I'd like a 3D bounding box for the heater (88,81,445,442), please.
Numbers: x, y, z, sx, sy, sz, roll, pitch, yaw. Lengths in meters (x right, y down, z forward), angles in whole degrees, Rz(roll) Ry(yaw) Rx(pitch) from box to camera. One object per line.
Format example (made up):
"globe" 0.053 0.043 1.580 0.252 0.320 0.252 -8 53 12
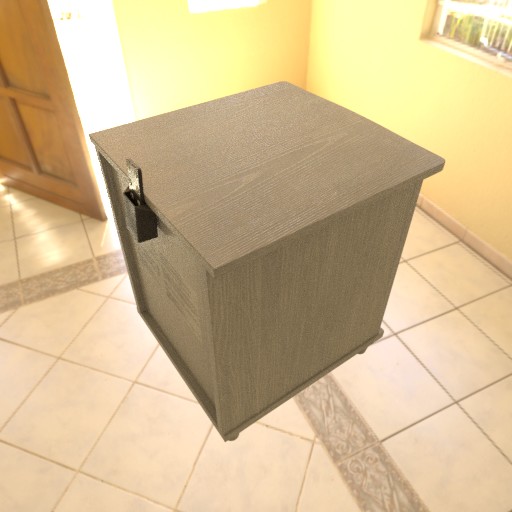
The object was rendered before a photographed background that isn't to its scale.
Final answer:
"heater" 0.000 0.000 0.765 0.400 0.481 0.362 -25 48 -26
